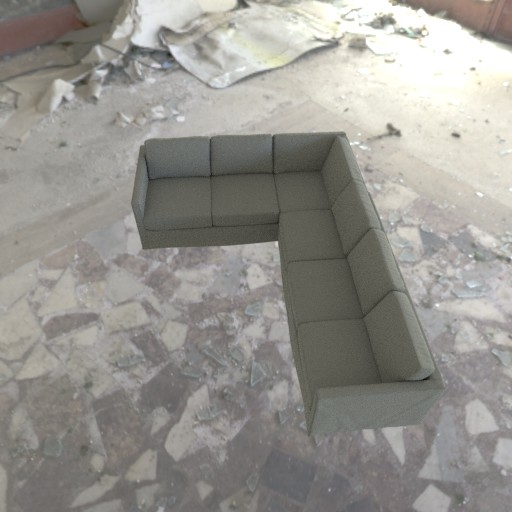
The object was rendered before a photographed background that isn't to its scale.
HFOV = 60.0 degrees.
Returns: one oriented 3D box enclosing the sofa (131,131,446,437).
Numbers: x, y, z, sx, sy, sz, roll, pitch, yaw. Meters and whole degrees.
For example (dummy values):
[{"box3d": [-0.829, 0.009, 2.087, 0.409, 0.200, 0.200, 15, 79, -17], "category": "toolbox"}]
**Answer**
[{"box3d": [0.000, 0.000, 4.276, 2.432, 0.871, 3.182, -3, 48, -3], "category": "sofa"}]
